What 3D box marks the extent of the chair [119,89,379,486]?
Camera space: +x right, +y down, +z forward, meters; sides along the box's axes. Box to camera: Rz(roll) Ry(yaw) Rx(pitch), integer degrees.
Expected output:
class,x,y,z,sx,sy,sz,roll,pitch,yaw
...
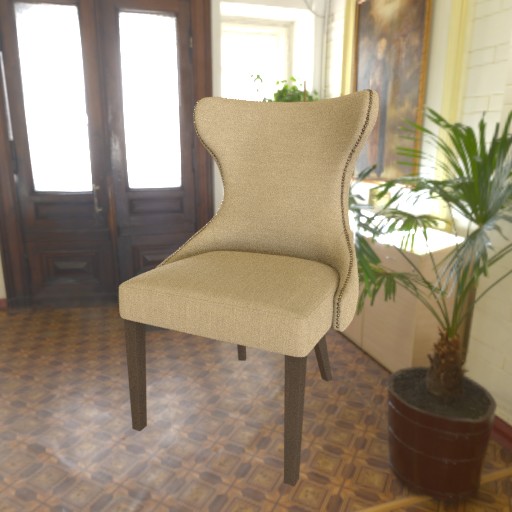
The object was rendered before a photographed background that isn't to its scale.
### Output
class,x,y,z,sx,sy,sz,roll,pitch,yaw
chair,0.000,0.000,1.341,0.628,0.967,0.635,7,16,26
